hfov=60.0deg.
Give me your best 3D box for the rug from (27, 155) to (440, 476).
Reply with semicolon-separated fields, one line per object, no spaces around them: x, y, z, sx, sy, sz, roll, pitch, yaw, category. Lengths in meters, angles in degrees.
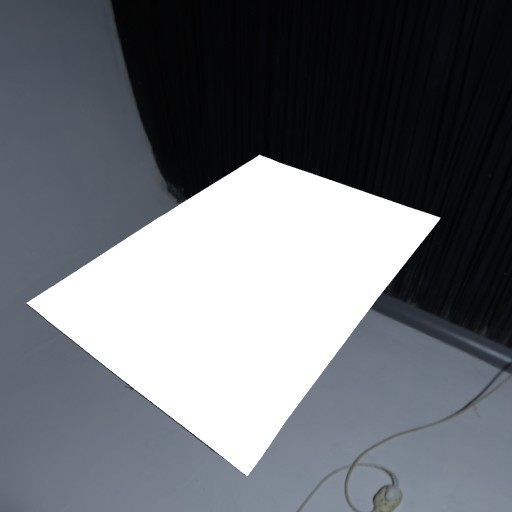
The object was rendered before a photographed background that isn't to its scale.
0.000;0.000;3.616;2.032;0.038;2.869;26;47;27;rug
